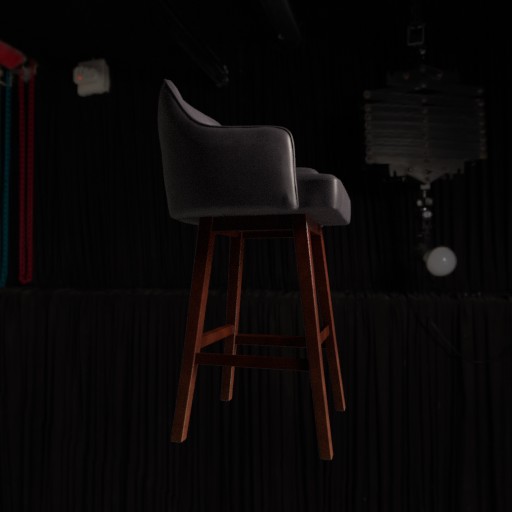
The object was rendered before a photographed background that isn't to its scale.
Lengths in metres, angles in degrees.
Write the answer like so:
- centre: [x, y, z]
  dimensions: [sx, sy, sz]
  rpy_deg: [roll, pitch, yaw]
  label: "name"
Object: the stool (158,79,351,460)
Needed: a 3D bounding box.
- centre: [0.000, 0.000, 1.393]
  dimensions: [0.560, 1.041, 0.550]
  rpy_deg: [0, -1, 16]
  label: "stool"
